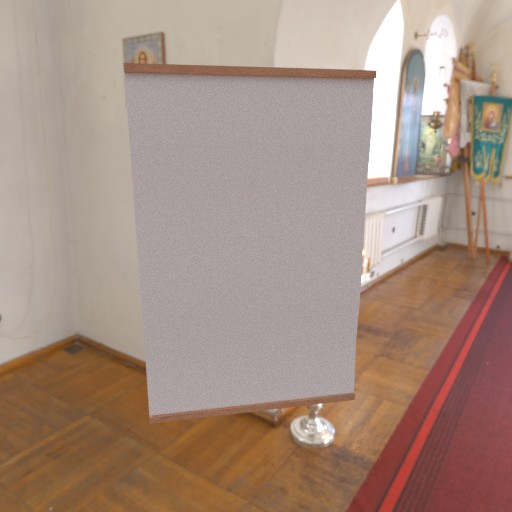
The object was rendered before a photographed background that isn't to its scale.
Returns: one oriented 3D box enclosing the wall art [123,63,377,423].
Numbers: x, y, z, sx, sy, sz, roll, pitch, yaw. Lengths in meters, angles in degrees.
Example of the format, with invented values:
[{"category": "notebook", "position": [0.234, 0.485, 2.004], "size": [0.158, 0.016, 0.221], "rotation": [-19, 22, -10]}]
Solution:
[{"category": "wall art", "position": [0.000, 0.000, 0.644], "size": [0.332, 0.508, 0.012], "rotation": [-3, 15, -11]}]
